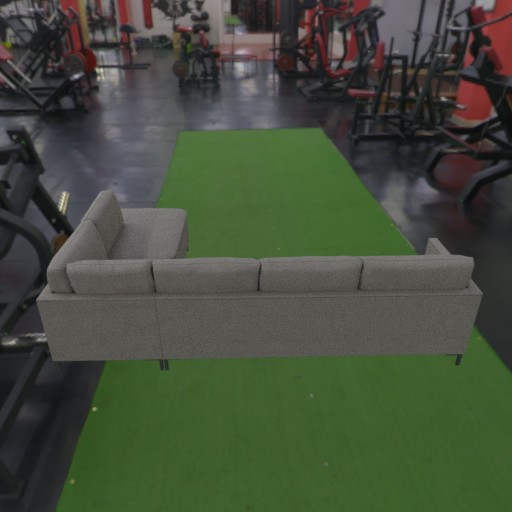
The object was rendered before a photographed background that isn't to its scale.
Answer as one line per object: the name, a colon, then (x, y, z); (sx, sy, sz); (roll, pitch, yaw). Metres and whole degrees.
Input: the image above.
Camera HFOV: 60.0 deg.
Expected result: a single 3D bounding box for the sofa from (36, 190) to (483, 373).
sofa: (0.000, 0.000, 4.273); (3.331, 0.964, 2.077); (-1, 30, -1)
